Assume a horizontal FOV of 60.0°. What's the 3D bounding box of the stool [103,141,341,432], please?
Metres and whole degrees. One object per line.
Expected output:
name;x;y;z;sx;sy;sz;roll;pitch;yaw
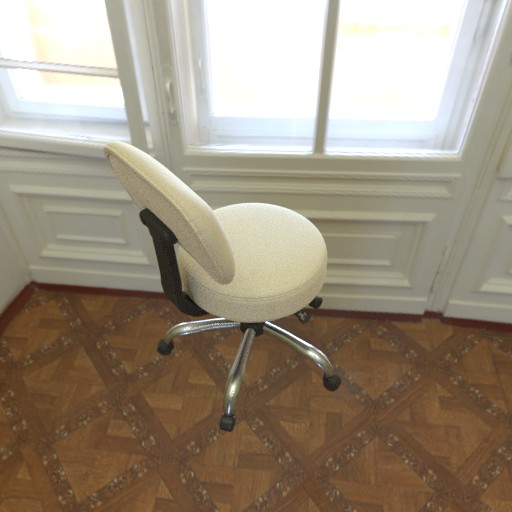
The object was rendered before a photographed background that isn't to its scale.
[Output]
stool;0.000;0.000;1.255;0.616;0.810;0.609;-28;49;-28
